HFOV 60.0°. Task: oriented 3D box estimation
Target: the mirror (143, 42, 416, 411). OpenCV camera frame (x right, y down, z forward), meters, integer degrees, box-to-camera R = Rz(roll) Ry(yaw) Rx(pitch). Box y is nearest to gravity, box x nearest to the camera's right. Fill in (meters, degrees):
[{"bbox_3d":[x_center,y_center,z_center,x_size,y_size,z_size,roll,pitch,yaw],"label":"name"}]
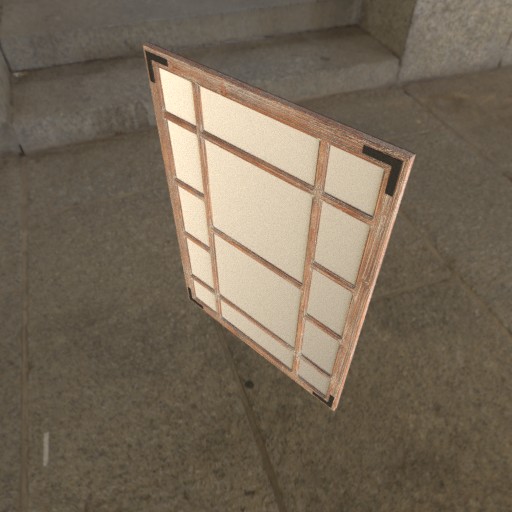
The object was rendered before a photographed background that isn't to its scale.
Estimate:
[{"bbox_3d":[0.000,0.000,1.267,0.705,0.996,0.025,33,55,27],"label":"mirror"}]
